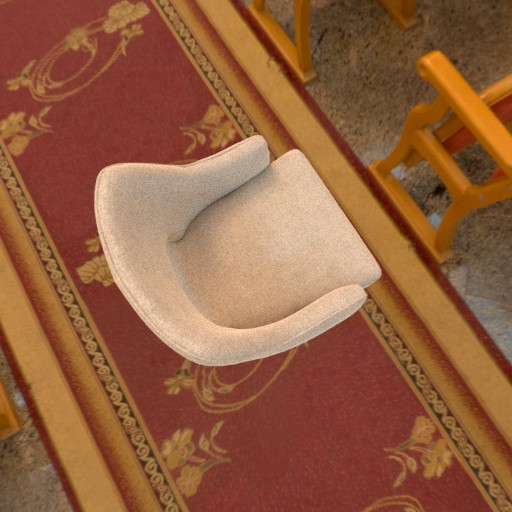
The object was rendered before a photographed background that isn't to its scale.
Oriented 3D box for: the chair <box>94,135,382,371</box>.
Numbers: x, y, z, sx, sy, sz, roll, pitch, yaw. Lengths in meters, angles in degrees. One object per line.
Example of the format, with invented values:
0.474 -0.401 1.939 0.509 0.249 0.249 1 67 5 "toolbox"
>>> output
0.000 0.000 1.239 0.605 0.849 0.548 -30 77 -7 "chair"
